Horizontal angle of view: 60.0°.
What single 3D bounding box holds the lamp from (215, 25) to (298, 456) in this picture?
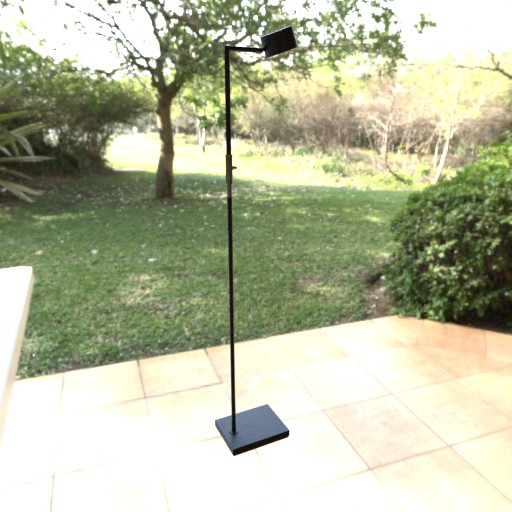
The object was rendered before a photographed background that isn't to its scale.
[{"bbox_3d":[0.000,0.000,1.690,0.304,1.600,0.203,-8,19,-25],"label":"lamp"}]
